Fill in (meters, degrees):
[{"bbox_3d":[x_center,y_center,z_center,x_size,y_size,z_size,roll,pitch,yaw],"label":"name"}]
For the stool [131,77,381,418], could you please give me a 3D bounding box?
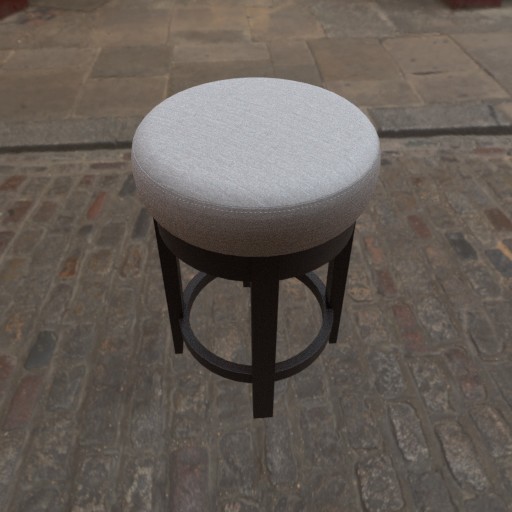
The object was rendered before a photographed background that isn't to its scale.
[{"bbox_3d":[0.000,0.000,0.993,0.443,0.672,0.443,0,45,0],"label":"stool"}]
